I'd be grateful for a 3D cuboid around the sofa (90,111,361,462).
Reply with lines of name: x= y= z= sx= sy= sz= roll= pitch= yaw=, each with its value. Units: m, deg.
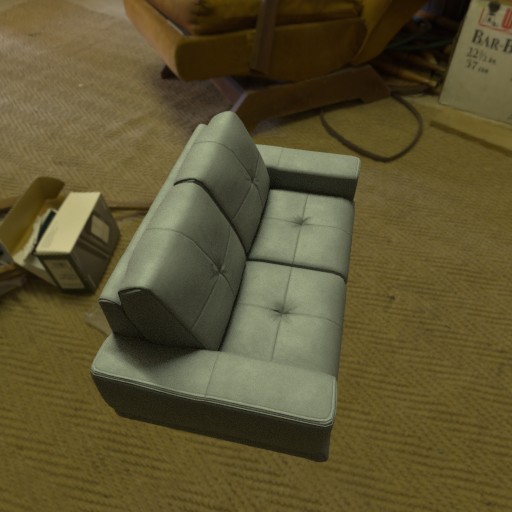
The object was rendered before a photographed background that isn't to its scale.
sofa: x=0.000 y=0.000 z=2.361 sx=1.018 sy=0.907 sz=1.806 roll=9 pitch=48 yaw=8
